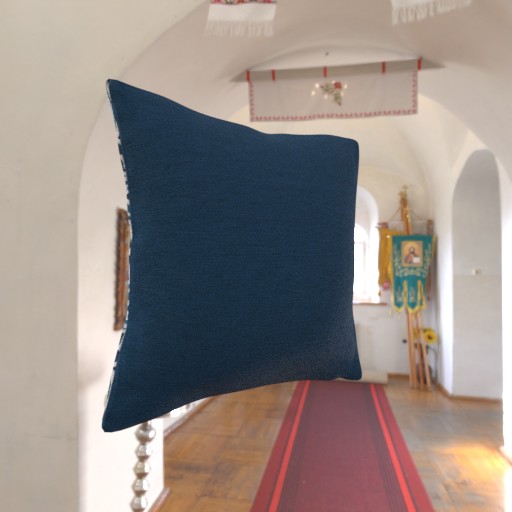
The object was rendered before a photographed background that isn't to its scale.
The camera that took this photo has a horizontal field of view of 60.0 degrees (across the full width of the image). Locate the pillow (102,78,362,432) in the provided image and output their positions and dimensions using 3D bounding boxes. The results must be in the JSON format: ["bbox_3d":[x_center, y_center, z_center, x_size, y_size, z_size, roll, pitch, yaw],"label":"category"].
[{"bbox_3d":[0.000,0.000,0.647,0.440,0.420,0.145,1,-2,-35],"label":"pillow"}]
